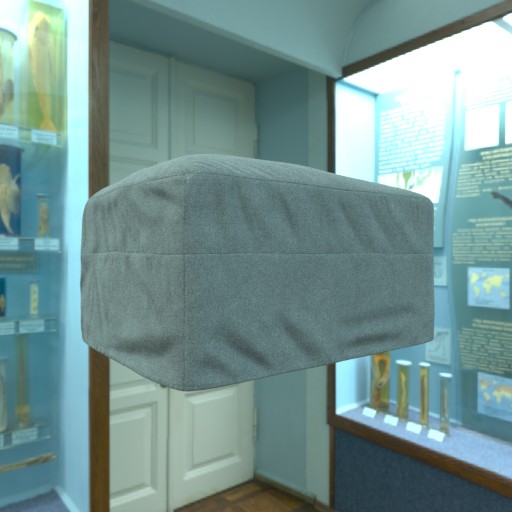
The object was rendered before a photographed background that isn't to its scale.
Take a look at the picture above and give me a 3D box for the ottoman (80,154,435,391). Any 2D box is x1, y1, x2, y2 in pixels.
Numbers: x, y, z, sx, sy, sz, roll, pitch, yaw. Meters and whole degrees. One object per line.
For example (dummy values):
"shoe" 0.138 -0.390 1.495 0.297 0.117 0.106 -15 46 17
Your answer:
"ottoman" 0.000 0.000 1.272 0.837 0.481 0.683 0 0 -37
